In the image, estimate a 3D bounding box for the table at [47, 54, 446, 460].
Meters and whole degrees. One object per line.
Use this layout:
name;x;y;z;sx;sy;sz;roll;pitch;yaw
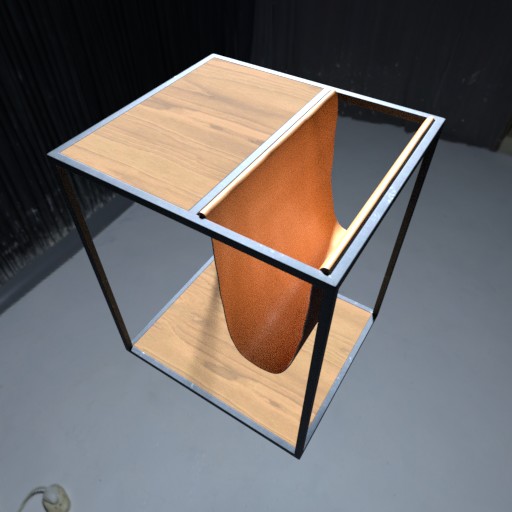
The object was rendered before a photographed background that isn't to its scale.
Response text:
table;0.000;0.000;0.852;0.450;0.536;0.399;25;52;21
